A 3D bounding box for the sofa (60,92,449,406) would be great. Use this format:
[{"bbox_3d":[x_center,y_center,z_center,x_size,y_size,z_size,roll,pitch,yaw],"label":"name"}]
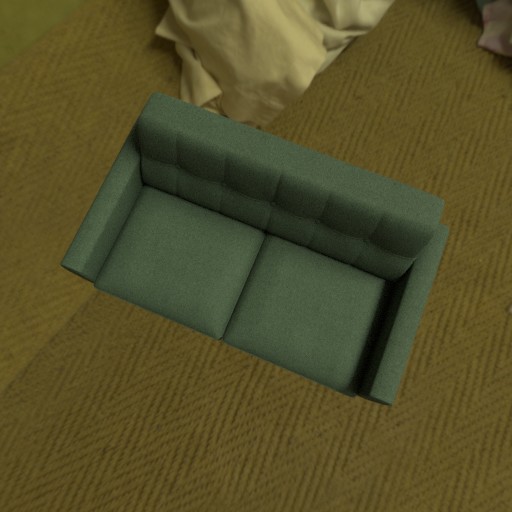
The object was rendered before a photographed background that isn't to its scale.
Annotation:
[{"bbox_3d":[0.000,0.000,2.214,1.631,0.841,0.909,22,77,5],"label":"sofa"}]
